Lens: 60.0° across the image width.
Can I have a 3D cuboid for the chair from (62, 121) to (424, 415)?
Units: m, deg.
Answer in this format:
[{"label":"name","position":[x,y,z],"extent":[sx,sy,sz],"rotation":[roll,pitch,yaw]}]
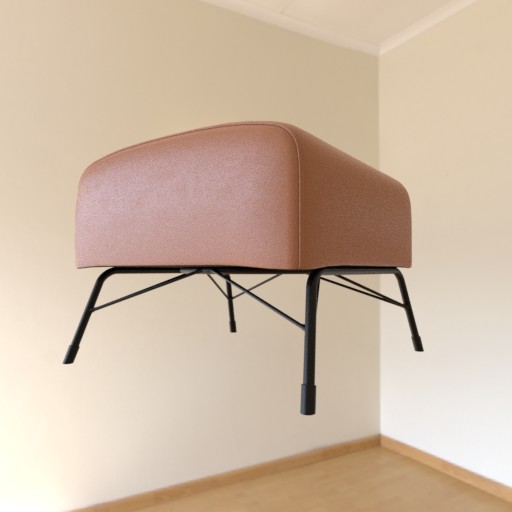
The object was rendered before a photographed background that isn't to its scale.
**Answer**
[{"label":"chair","position":[0.000,0.000,0.908],"extent":[0.530,0.410,0.530],"rotation":[-1,-2,35]}]
